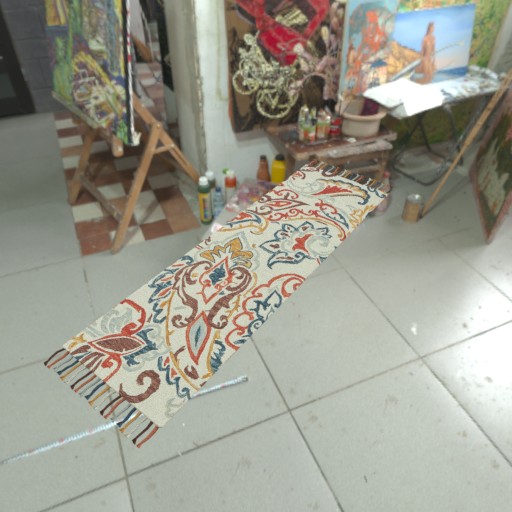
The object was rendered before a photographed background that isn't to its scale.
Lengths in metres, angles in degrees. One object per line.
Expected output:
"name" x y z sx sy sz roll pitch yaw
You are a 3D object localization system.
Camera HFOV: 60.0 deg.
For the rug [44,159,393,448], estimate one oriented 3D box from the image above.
"rug" 0.000 0.000 2.931 0.763 0.015 2.682 27 48 27
